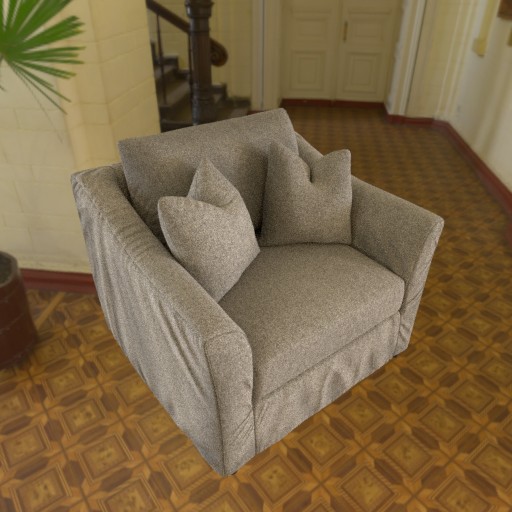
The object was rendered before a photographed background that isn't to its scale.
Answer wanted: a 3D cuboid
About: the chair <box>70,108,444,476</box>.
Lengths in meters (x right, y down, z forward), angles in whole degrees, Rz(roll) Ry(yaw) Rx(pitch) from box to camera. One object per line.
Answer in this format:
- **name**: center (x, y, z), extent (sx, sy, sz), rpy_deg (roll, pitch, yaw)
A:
- **chair**: center (0.000, 0.000, 1.992), extent (1.194, 1.059, 1.071), rpy_deg (-23, 39, -31)
